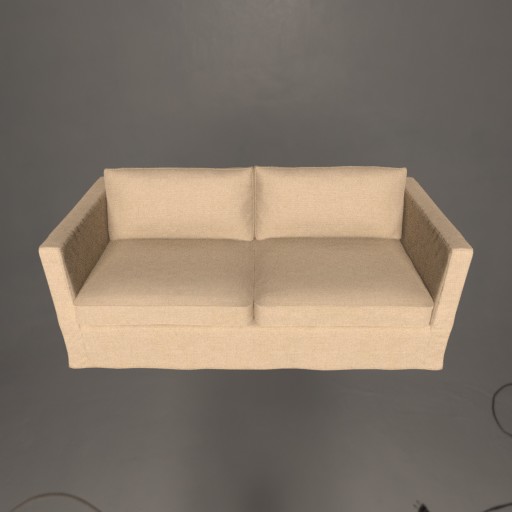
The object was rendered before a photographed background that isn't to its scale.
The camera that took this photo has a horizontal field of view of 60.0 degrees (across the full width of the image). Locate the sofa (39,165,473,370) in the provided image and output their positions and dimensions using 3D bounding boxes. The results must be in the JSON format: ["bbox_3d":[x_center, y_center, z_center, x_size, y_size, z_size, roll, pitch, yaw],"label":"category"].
[{"bbox_3d":[0.000,0.000,2.499,1.987,0.847,0.956,0,31,0],"label":"sofa"}]
